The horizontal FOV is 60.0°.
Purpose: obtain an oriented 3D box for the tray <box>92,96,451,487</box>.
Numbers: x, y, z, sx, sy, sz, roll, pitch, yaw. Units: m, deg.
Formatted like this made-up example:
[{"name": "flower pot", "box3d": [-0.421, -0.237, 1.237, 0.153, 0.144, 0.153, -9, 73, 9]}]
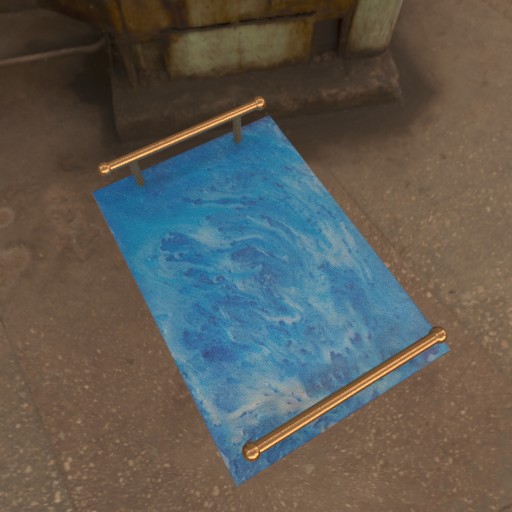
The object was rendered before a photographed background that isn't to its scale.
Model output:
[{"name": "tray", "box3d": [0.000, 0.000, 0.576, 0.304, 0.084, 0.444, -27, 67, -13]}]
